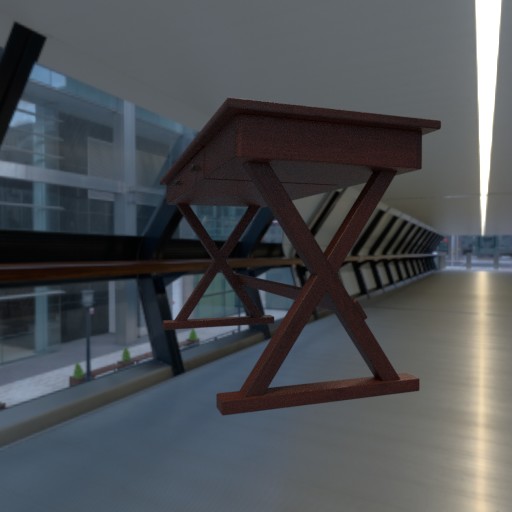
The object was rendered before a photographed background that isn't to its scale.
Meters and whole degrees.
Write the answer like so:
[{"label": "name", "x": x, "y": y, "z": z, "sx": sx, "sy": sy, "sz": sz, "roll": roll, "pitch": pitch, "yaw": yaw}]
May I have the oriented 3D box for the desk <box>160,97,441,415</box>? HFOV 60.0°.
[{"label": "desk", "x": 0.000, "y": 0.000, "z": 1.765, "sx": 0.600, "sy": 0.761, "sz": 1.372, "roll": 0, "pitch": 1, "yaw": -19}]
